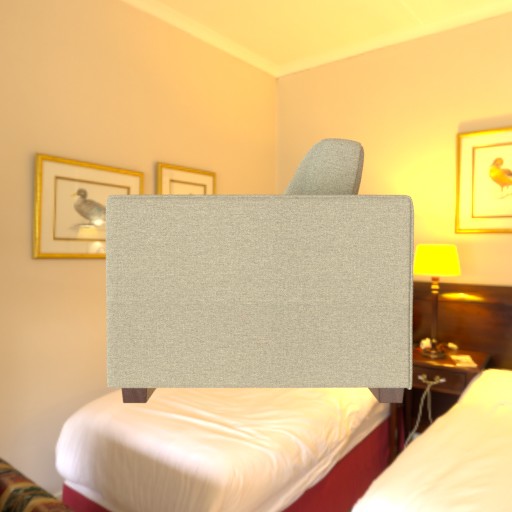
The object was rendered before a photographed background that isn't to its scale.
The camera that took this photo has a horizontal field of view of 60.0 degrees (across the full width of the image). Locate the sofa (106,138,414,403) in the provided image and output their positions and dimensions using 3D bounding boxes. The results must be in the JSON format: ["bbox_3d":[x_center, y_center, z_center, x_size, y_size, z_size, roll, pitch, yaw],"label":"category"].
[{"bbox_3d":[0.000,0.000,2.319,1.007,0.924,1.812,0,1,0],"label":"sofa"}]
